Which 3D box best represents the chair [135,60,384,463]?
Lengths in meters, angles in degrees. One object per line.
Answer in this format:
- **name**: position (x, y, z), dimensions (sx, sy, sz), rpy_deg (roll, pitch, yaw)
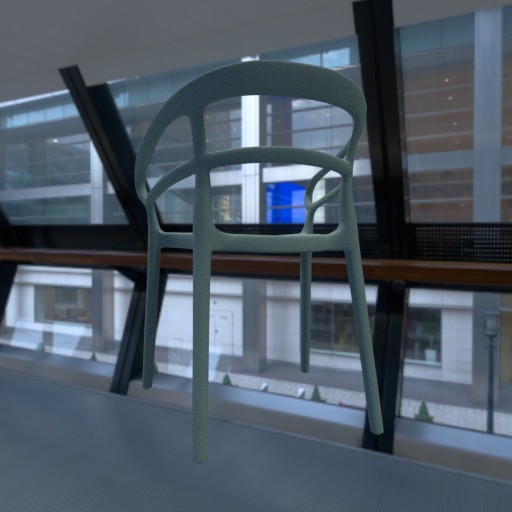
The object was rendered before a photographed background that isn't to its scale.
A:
- **chair**: position (0.000, 0.000, 1.114), dimensions (0.559, 0.761, 0.527), rpy_deg (0, 1, -19)
